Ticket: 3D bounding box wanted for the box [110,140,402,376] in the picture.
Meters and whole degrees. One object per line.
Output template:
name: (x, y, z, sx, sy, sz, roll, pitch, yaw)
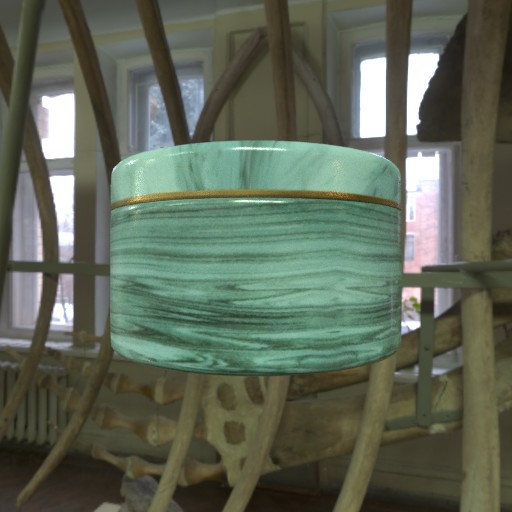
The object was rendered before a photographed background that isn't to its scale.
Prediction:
box: (0.000, 0.000, 0.162, 0.101, 0.063, 0.101, 0, 0, 0)
